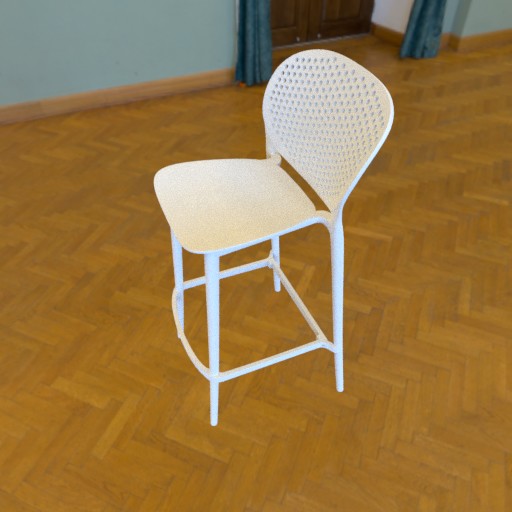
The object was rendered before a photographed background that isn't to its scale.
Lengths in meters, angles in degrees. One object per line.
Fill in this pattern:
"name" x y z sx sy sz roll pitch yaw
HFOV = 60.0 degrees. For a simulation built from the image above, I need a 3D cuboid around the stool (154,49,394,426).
"stool" 0.000 0.000 1.322 0.535 1.045 0.536 -17 47 -17
